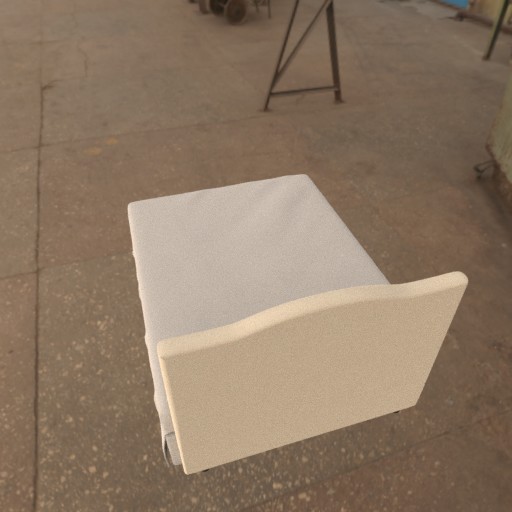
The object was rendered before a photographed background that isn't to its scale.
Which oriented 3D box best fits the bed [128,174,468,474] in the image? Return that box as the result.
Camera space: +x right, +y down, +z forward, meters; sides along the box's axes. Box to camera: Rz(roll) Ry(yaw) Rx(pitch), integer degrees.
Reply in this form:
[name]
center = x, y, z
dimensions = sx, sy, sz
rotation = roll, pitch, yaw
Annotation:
[bed]
center = 0.000, 0.000, 3.535
dimensions = 1.977, 1.437, 2.477
rotation = -11, 42, -13
